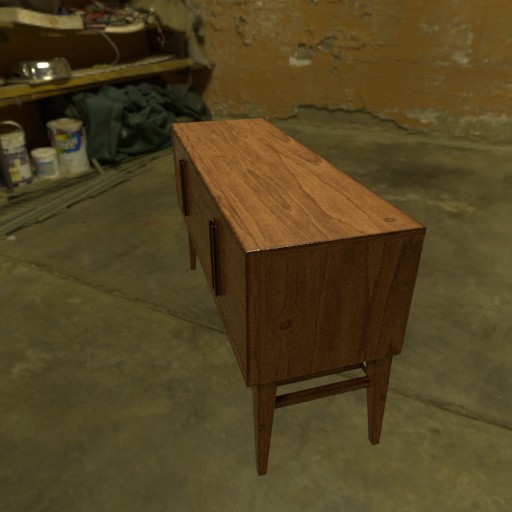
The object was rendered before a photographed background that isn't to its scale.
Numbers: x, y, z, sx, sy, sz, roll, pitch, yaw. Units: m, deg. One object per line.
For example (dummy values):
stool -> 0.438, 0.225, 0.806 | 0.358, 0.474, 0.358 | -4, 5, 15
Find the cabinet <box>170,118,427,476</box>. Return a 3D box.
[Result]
cabinet -> 0.000, 0.000, 1.800 | 0.477, 0.802, 1.363 | -8, 30, -14
